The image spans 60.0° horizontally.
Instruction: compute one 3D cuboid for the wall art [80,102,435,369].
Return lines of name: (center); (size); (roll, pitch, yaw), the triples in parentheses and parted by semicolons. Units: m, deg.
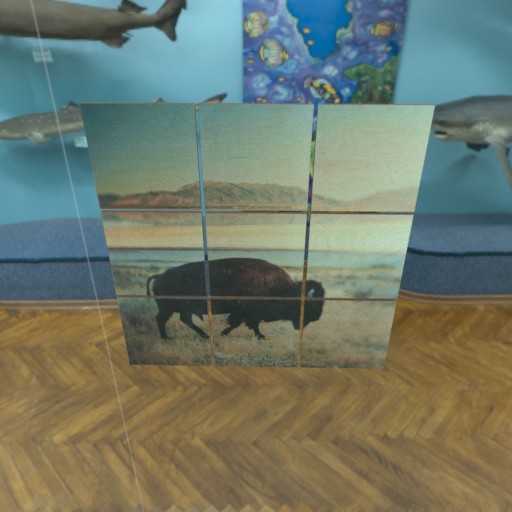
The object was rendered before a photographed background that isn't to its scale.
wall art: (0.000, 0.000, 1.364); (0.906, 0.904, 0.018); (1, 30, 1)
